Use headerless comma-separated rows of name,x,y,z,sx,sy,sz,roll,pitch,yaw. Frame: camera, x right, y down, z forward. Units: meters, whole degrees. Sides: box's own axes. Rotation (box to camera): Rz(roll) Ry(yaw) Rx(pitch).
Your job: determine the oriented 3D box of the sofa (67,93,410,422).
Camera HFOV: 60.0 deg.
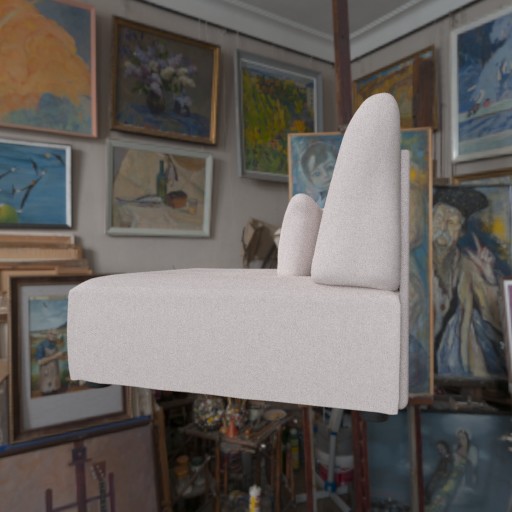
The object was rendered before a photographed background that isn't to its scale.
sofa,0.000,0.000,1.542,1.000,0.820,0.700,0,0,18
